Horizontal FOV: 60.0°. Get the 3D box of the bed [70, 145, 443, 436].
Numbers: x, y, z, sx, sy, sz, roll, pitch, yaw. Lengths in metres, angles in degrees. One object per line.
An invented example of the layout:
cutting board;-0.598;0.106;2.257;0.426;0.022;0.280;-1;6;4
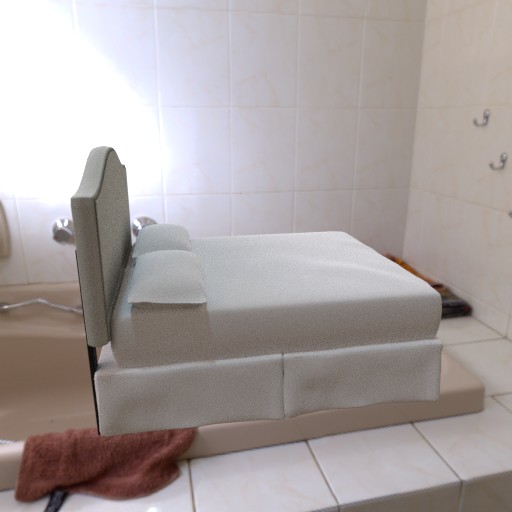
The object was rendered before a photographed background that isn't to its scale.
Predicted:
bed;0.000;0.000;3.295;2.180;1.607;1.813;-3;17;-10
